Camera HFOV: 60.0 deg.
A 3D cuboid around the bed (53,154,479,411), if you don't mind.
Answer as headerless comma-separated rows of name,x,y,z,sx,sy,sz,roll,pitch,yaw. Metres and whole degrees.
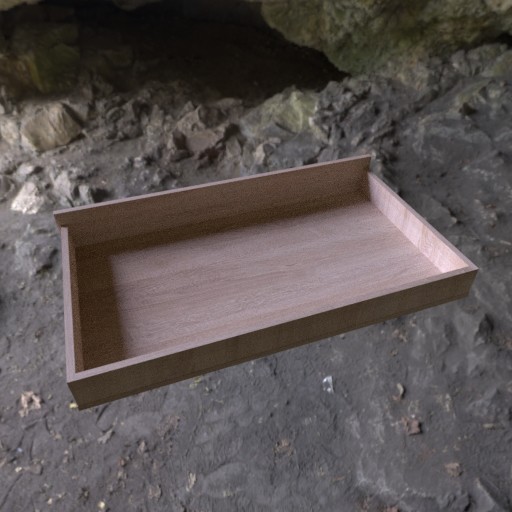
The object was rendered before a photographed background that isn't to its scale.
bed,0.000,0.000,1.463,1.200,0.209,0.685,-13,42,-15
